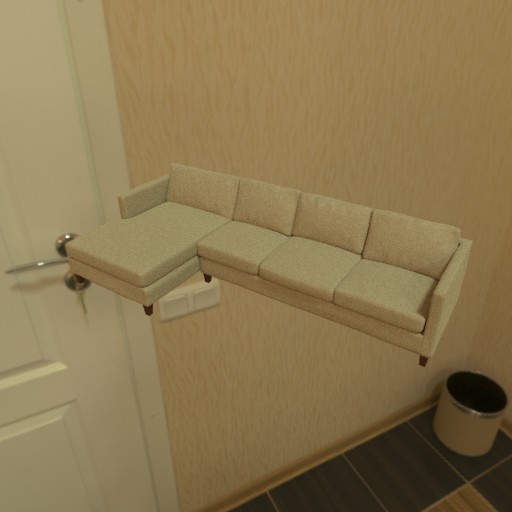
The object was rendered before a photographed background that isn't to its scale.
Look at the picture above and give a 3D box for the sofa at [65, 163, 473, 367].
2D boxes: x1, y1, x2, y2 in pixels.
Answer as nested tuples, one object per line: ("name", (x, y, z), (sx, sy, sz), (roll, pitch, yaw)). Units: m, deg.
("sofa", (0.000, 0.000, 3.891), (3.186, 0.846, 1.625), (18, 35, 28))
